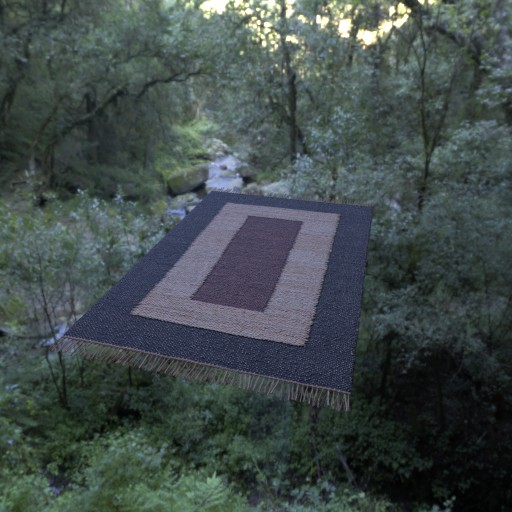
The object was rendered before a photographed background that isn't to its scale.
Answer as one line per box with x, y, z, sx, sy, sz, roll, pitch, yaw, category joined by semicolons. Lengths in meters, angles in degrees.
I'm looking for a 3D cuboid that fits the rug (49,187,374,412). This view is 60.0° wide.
0.000;0.000;2.521;1.224;0.027;2.021;8;30;14;rug
